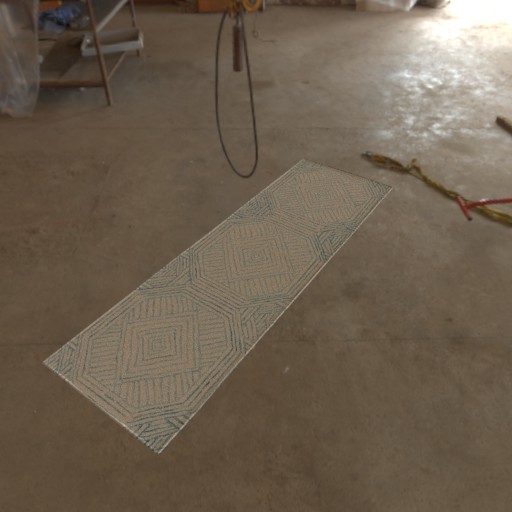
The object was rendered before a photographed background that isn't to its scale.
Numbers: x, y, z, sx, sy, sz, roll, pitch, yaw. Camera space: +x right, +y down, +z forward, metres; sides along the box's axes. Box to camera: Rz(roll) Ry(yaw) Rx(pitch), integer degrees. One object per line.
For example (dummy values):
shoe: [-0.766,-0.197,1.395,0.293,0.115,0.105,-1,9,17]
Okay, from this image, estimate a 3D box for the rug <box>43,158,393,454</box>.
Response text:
rug: [0.000,0.000,2.706,0.775,0.012,2.452,25,47,26]
